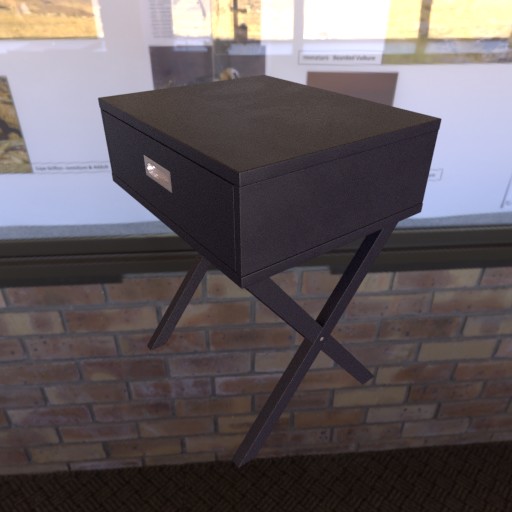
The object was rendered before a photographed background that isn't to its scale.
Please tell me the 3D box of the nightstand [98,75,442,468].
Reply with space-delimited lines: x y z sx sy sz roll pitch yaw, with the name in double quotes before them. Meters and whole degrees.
"nightstand" 0.000 0.000 0.951 0.402 0.623 0.479 -21 38 -30
